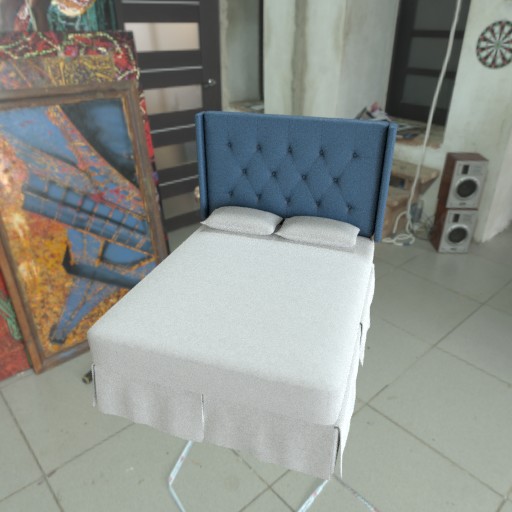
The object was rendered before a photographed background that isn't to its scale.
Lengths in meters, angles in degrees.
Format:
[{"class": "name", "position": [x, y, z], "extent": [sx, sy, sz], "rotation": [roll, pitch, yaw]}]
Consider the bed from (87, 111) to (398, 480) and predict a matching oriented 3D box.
[{"class": "bed", "position": [0.000, 0.000, 3.254], "extent": [1.719, 1.665, 2.078], "rotation": [9, 29, 16]}]
